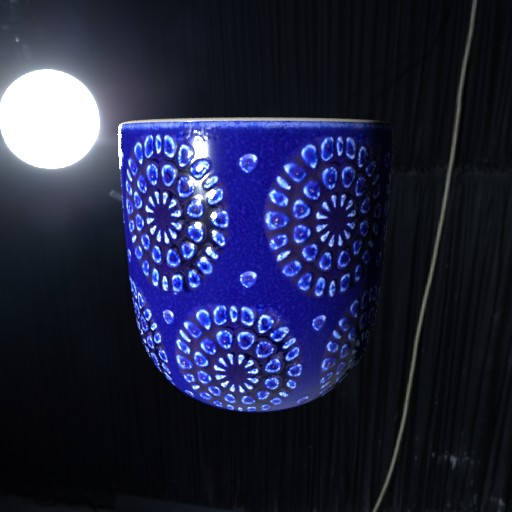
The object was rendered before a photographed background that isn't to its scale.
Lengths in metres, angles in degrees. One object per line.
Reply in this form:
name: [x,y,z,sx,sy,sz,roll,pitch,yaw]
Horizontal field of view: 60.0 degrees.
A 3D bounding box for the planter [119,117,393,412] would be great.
planter: [0.000,0.000,0.195,0.109,0.112,0.109,0,15,0]
